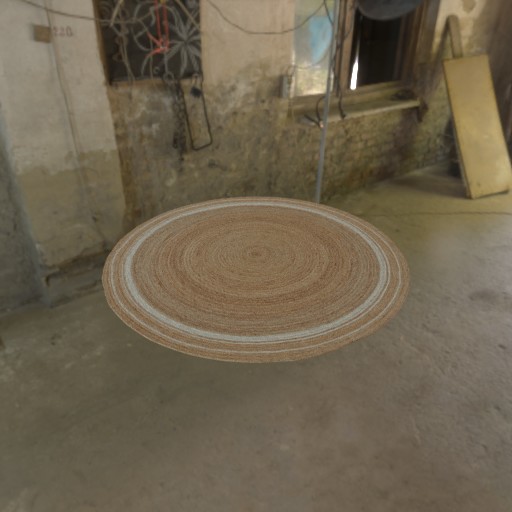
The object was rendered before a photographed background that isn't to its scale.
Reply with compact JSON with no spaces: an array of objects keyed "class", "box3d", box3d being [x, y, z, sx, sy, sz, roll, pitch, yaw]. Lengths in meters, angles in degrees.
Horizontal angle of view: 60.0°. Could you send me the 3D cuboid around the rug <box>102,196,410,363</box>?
[{"class":"rug","box3d":[0.000,0.000,3.676,2.444,0.015,2.444,0,31,0]}]
